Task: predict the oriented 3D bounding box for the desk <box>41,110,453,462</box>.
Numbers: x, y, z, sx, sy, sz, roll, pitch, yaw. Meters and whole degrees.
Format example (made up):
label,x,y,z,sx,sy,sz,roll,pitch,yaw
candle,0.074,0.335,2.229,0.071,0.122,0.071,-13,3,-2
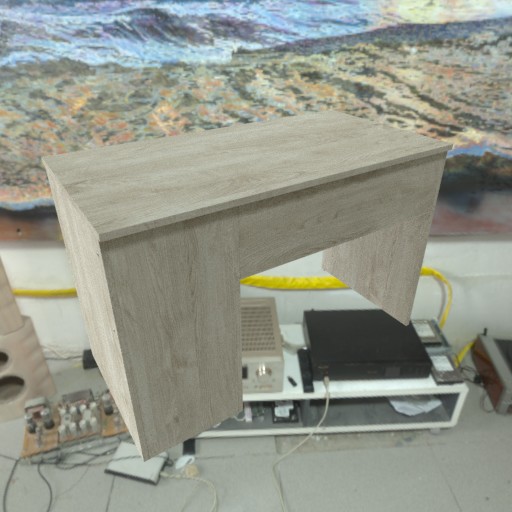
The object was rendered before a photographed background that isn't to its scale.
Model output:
label,x,y,z,sx,sy,sz,roll,pitch,yaw
desk,0.000,0.000,1.502,1.096,0.730,0.560,-18,35,-28
